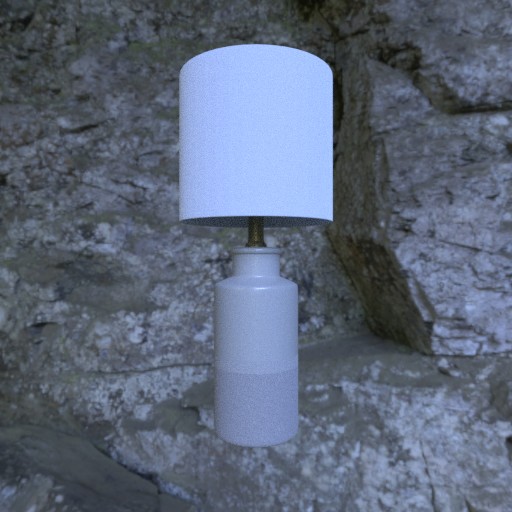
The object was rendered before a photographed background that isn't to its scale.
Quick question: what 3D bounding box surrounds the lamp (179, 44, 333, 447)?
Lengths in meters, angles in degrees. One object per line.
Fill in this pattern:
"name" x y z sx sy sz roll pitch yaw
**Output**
"lamp" 0.000 0.000 0.621 0.212 0.493 0.212 0 0 18
